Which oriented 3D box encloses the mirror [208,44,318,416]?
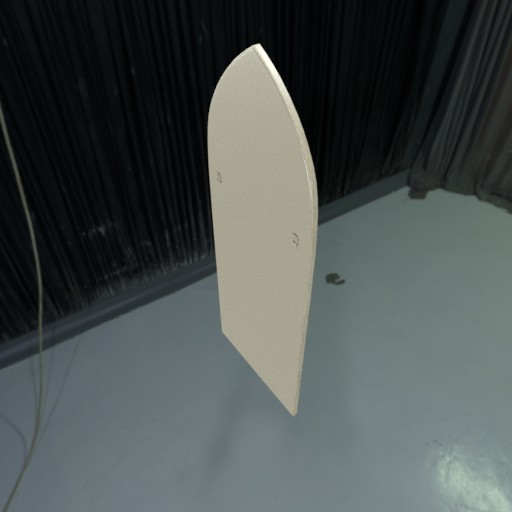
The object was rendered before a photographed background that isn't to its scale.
[{"bbox_3d":[0.000,0.000,1.307,0.025,1.175,0.464,-26,48,-26],"label":"mirror"}]
